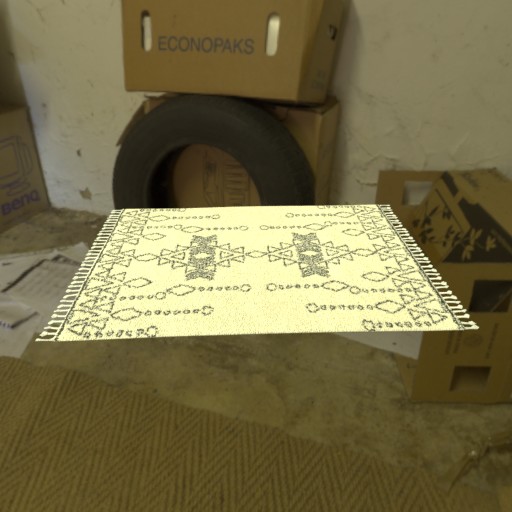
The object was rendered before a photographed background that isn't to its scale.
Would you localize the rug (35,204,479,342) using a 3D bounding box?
[{"bbox_3d":[0.000,0.000,3.907,3.027,0.028,2.125,-1,30,-2],"label":"rug"}]
